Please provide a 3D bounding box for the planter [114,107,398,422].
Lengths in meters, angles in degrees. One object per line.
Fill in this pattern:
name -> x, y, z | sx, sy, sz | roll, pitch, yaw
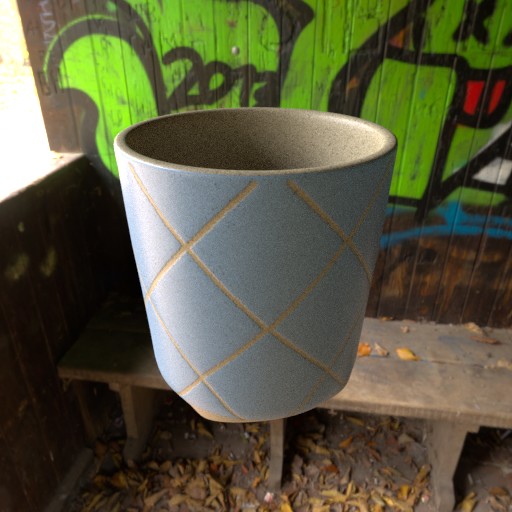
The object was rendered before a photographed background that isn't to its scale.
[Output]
planter -> 0.000, 0.000, 0.422 | 0.227, 0.235, 0.227 | 0, 28, 0
